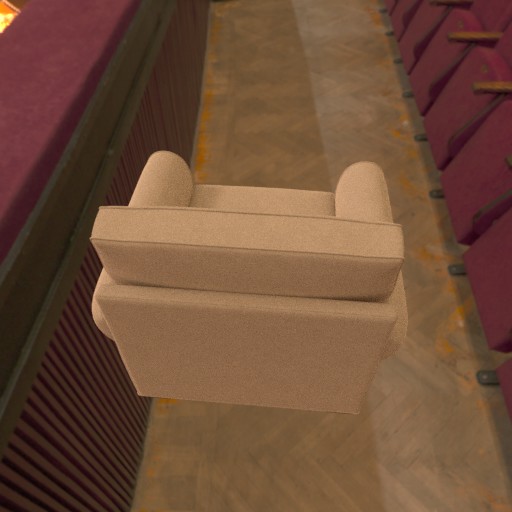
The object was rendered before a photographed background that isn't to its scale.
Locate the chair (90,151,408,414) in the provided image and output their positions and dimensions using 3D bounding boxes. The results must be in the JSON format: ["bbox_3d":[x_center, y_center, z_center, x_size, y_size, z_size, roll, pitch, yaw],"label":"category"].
[{"bbox_3d":[0.000,0.000,1.737,1.040,0.955,0.863,4,49,3],"label":"chair"}]
